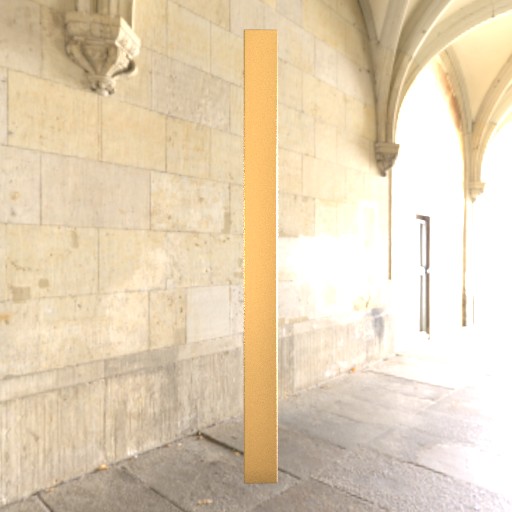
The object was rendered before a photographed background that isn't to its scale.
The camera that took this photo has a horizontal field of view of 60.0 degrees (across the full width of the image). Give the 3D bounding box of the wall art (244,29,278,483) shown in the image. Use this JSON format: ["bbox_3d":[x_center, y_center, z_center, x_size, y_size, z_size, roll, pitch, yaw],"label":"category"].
[{"bbox_3d":[0.000,0.000,0.450,0.023,0.305,0.305,0,0,-1],"label":"wall art"}]
